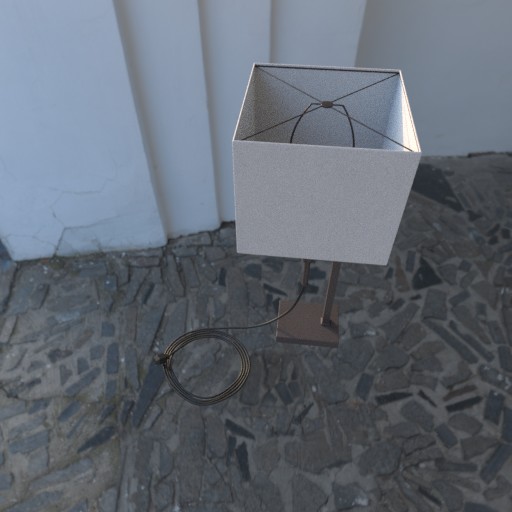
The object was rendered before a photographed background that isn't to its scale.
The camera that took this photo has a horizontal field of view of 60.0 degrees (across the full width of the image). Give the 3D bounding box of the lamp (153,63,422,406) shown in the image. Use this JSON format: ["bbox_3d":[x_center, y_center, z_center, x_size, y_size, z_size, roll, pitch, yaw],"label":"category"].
[{"bbox_3d":[0.000,0.000,0.956,0.504,0.660,0.399,5,47,5],"label":"lamp"}]
